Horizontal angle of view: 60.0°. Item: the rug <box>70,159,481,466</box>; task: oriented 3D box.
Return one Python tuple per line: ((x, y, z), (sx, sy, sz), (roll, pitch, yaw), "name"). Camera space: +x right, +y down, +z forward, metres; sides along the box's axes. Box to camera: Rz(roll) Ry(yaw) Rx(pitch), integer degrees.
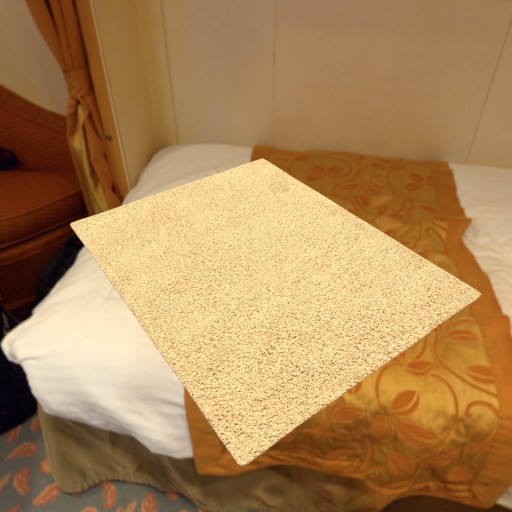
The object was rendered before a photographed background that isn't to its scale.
((0.000, 0.000, 4.075), (2.438, 0.029, 3.047), (-25, 45, -27), "rug")
